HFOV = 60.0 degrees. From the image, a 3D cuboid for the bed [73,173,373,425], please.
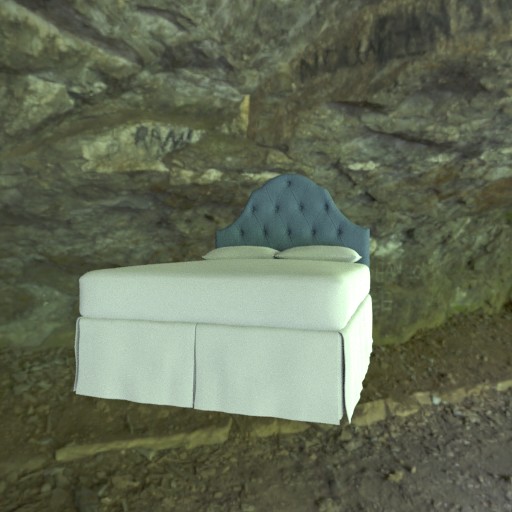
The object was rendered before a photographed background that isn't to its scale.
[{"bbox_3d":[0.000,0.000,3.328,1.636,1.575,2.155,0,1,18],"label":"bed"}]
